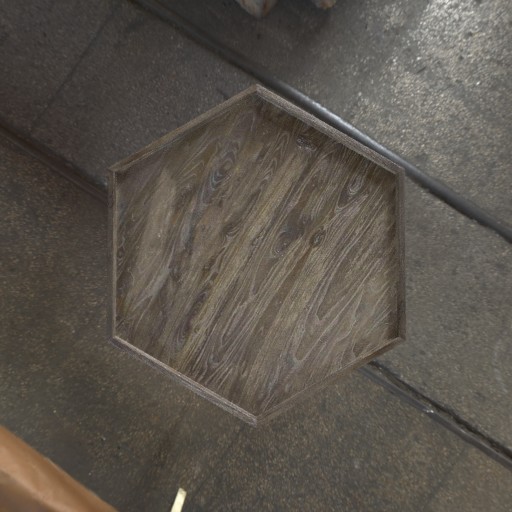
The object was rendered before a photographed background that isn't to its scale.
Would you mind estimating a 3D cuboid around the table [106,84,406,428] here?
[{"bbox_3d":[0.000,0.000,1.677,0.966,0.488,1.115,0,89,0],"label":"table"}]
